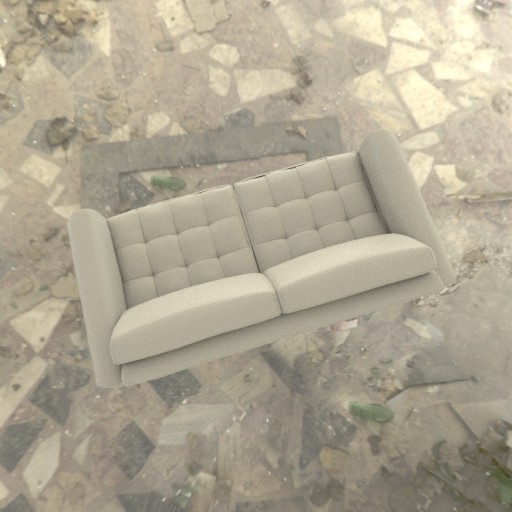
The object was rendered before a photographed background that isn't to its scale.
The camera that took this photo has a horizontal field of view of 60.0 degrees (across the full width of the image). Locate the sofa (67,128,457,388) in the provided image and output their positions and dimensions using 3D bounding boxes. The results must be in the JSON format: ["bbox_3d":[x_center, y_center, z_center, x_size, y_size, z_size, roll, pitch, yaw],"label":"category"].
[{"bbox_3d":[0.000,0.000,2.779,2.177,0.930,1.121,-16,75,-4],"label":"sofa"}]
